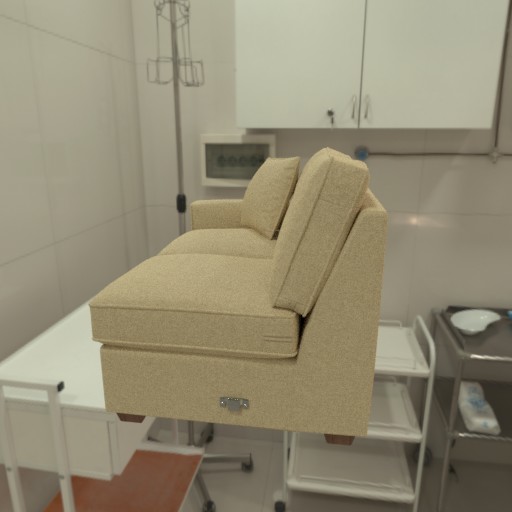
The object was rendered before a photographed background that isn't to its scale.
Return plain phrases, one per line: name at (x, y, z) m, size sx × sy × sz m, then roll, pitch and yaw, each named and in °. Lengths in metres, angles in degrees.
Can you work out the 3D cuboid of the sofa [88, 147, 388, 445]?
sofa at (0.000, 0.000, 2.082) m, size 0.991 × 0.989 × 1.388 m, roll 2°, pitch 16°, yaw 8°
